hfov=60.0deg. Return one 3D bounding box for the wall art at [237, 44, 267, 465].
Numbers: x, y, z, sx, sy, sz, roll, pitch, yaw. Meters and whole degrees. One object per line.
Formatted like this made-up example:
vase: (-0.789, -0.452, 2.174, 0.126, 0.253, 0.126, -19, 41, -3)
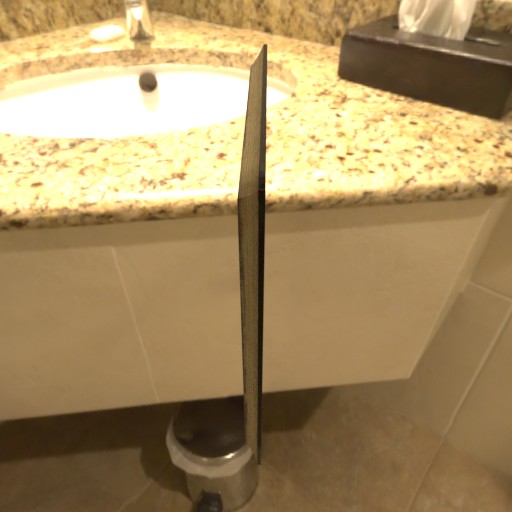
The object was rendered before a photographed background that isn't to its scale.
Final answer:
wall art: (0.000, 0.000, 0.626, 0.023, 0.457, 0.381, 1, 41, 1)
